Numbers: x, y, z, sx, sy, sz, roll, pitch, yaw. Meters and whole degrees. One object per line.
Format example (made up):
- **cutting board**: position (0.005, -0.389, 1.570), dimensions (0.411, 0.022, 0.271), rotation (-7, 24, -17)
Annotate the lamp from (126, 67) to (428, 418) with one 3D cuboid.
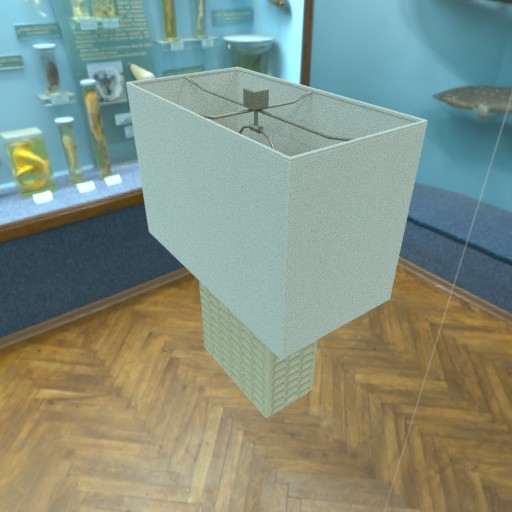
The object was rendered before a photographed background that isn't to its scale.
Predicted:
- **lamp**: position (0.000, 0.000, 0.708), dimensions (0.200, 0.515, 0.380), rotation (-22, 39, -29)
